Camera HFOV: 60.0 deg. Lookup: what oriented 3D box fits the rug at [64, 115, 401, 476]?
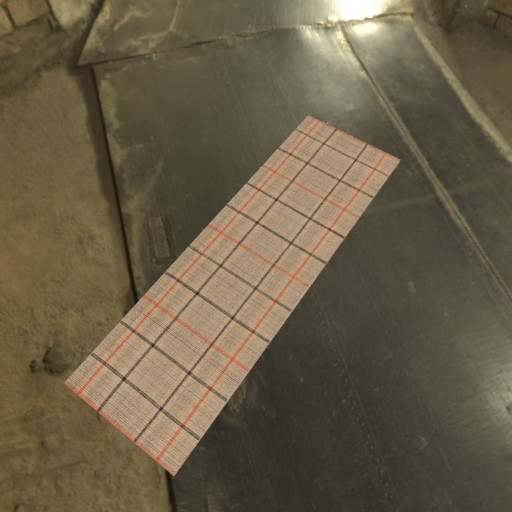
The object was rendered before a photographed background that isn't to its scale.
[{"bbox_3d":[0.000,0.000,2.727,0.762,0.008,2.439,32,65,17],"label":"rug"}]
